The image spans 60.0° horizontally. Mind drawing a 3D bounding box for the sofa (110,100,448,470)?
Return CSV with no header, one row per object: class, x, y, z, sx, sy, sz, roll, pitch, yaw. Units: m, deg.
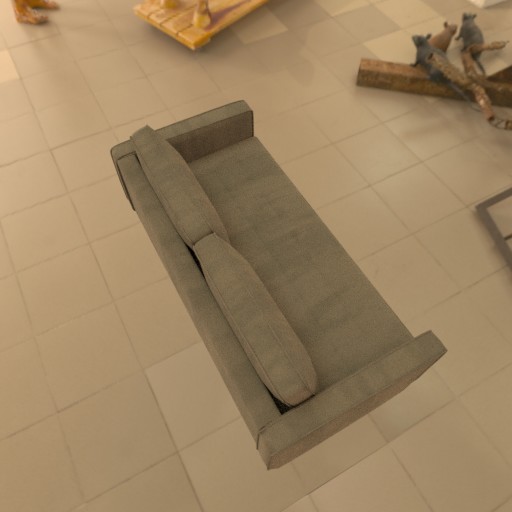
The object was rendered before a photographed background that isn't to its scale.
sofa,0.000,0.000,2.430,0.924,0.825,1.920,-25,62,-15
